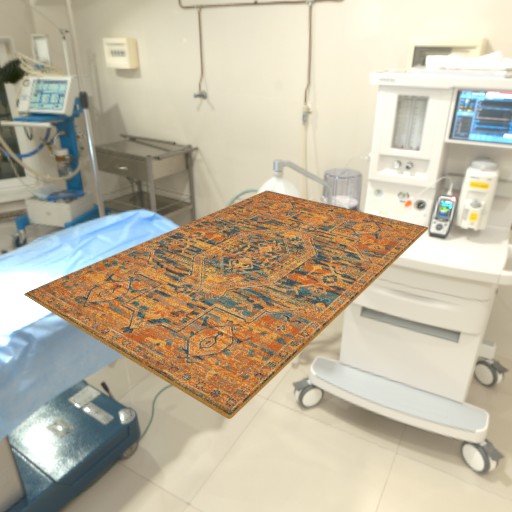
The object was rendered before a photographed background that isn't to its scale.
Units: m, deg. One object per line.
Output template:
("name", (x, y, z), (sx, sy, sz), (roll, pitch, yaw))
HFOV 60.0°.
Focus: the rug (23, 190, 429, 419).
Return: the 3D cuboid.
("rug", (0.000, 0.000, 1.075), (0.557, 0.008, 0.863), (18, 32, 33))
